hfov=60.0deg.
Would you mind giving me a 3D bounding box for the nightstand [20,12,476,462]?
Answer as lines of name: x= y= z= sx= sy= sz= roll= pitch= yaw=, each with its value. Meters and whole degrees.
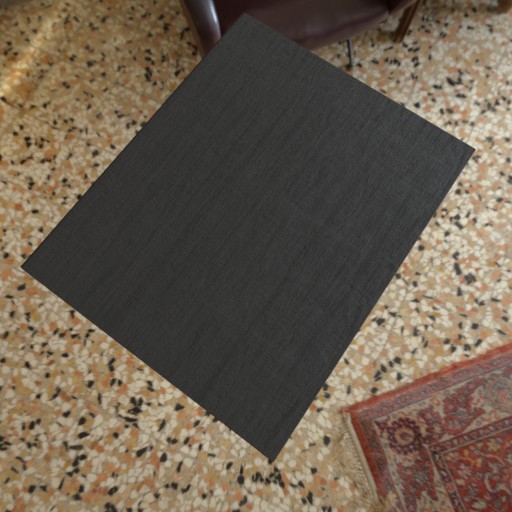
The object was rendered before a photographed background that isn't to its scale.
nightstand: x=0.000 y=0.000 z=0.730 sx=0.347 sy=0.448 sz=0.427 roll=35 pitch=78 yaw=9
